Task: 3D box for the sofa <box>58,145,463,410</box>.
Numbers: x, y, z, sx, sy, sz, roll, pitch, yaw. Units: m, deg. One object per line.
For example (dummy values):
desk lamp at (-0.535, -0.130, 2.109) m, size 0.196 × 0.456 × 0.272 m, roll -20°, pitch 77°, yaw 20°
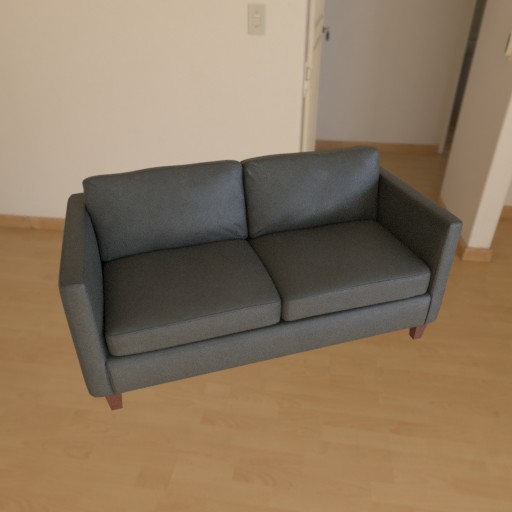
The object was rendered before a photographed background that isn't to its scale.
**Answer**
sofa at (0.000, 0.000, 2.443) m, size 1.883 × 0.933 × 0.951 m, roll -9°, pitch 33°, yaw -14°
